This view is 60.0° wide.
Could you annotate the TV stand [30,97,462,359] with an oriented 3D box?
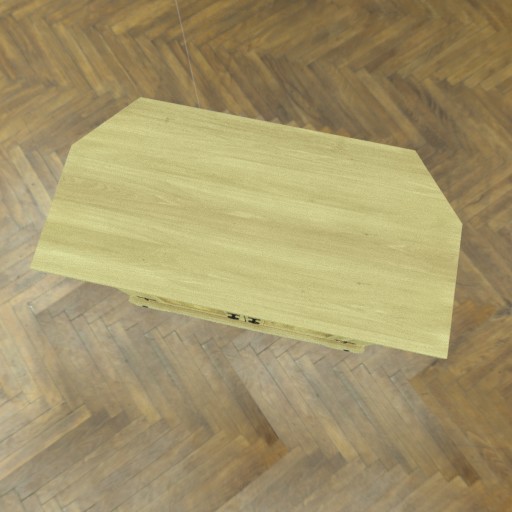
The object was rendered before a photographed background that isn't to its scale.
[{"bbox_3d":[0.000,0.000,1.308,0.851,0.781,0.425,12,77,3],"label":"TV stand"}]
